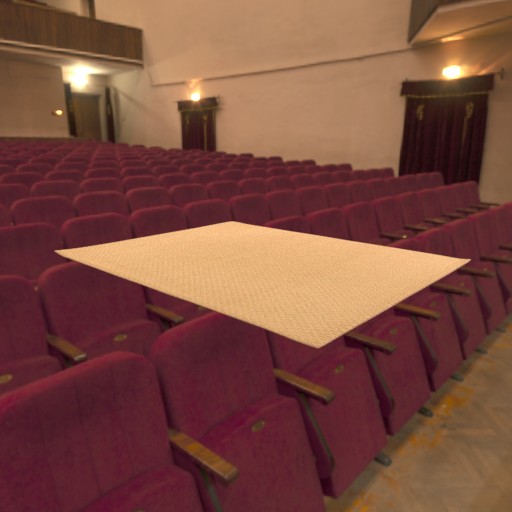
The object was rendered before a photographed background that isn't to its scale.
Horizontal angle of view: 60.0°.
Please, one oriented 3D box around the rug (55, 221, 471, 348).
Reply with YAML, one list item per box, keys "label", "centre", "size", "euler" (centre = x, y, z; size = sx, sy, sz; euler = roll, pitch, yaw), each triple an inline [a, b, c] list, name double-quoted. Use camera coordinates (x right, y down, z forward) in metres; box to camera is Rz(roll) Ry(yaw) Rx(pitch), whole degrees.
- label: "rug"
  centre: [0.000, 0.000, 3.904]
  size: [2.897, 0.035, 2.277]
  euler: [12, 19, 41]
